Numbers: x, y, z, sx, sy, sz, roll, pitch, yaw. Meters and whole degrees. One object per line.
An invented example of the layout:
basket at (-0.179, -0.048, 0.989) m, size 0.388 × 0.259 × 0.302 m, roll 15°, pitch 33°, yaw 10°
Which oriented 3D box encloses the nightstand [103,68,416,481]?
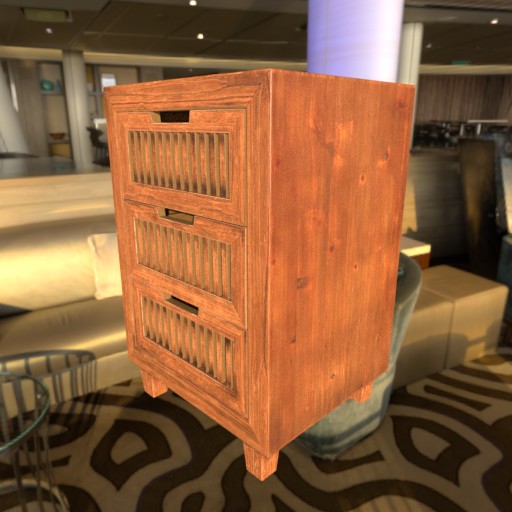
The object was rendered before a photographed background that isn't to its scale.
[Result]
nightstand at (0.000, 0.000, 0.969) m, size 0.410 × 0.695 × 0.465 m, roll -16°, pitch 23°, yaw -42°
